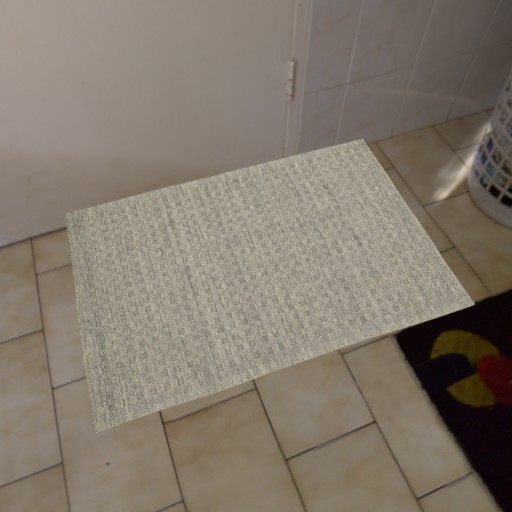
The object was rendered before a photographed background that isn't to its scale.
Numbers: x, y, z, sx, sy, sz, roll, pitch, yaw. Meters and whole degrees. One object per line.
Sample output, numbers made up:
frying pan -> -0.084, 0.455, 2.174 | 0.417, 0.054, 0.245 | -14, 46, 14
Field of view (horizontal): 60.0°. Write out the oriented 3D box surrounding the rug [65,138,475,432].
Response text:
rug -> 0.000, 0.000, 2.893 | 2.297, 0.018, 1.532 | -16, 59, -10
